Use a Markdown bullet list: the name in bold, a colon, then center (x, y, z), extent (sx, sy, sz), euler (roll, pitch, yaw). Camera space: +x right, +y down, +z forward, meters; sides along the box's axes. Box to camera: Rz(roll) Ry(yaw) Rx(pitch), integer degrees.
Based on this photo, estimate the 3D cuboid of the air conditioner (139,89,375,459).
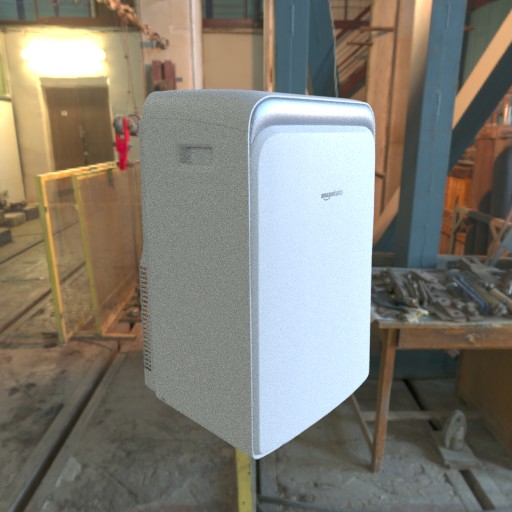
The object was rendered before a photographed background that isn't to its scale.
- **air conditioner**: center (0.000, 0.000, 1.097), extent (0.467, 0.765, 0.478), euler (15, 22, 42)
